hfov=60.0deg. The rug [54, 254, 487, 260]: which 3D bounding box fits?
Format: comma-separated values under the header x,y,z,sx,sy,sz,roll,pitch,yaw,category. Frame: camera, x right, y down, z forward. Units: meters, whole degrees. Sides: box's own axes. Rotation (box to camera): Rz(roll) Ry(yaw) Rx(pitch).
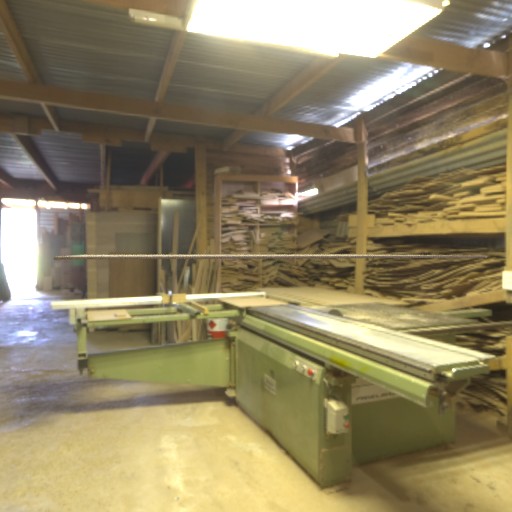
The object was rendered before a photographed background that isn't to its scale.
x,y,z,sx,sy,sz,roll,pitch,yaw,category
0.000,0.000,2.764,2.115,0.013,1.517,0,0,-17,rug
